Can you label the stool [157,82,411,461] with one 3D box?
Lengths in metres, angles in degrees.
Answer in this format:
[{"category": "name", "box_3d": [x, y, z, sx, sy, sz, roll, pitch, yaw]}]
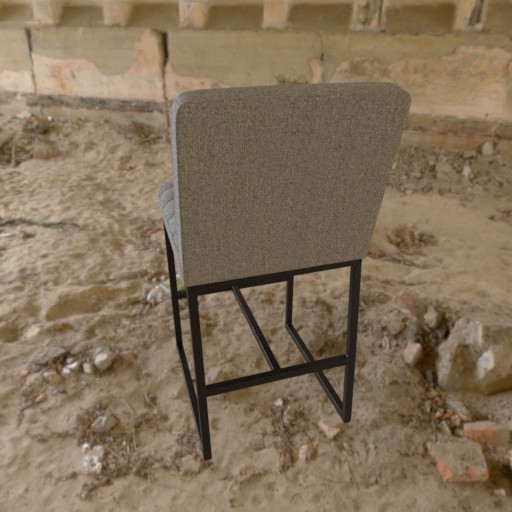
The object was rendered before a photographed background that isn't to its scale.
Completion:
[{"category": "stool", "box_3d": [0.000, 0.000, 1.220, 0.460, 0.940, 0.560, -8, 29, -15]}]
